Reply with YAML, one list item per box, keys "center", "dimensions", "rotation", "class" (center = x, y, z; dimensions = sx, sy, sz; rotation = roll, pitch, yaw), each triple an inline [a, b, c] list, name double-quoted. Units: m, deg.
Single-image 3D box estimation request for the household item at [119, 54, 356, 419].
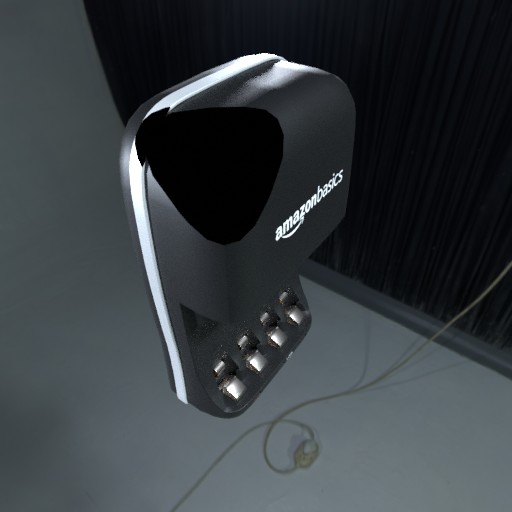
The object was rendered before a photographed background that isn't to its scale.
- center: [0.000, 0.000, 0.147]
  dimensions: [0.038, 0.114, 0.070]
  rotation: [25, 47, 26]
  class: "household item"
